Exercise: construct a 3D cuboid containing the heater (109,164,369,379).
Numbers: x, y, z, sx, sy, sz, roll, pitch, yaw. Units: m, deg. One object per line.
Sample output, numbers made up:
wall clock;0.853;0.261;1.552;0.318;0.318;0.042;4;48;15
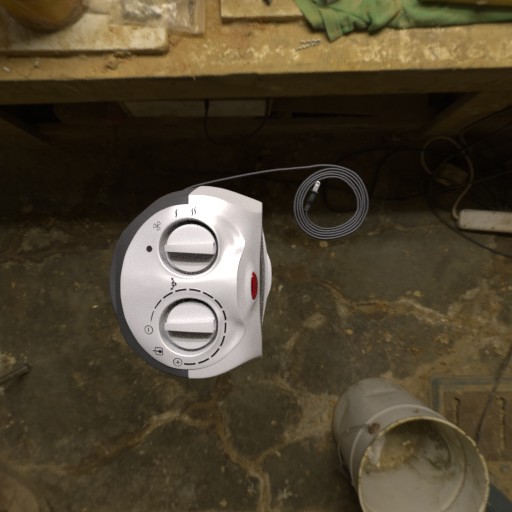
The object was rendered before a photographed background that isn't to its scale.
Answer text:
heater;0.000;0.000;0.464;0.291;0.240;0.239;0;90;1
